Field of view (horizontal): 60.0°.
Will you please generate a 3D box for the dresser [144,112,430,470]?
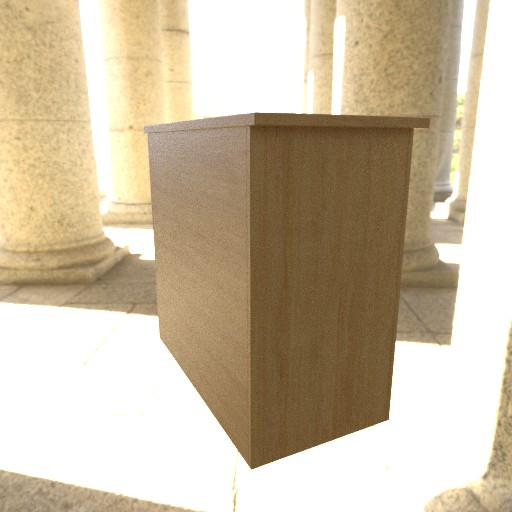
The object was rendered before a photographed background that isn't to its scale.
[{"bbox_3d":[0.000,0.000,1.269,0.410,0.730,0.800,-7,16,-26],"label":"dresser"}]
